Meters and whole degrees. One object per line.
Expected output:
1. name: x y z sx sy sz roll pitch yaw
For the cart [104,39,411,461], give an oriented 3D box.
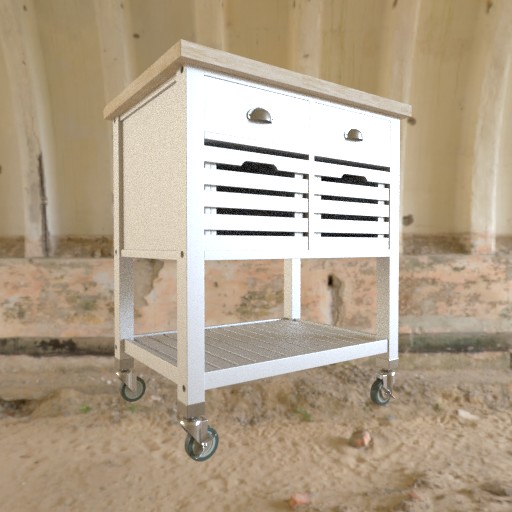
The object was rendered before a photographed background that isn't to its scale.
1. cart: 0.000 0.000 1.369 0.762 0.914 0.559 -1 2 -35
